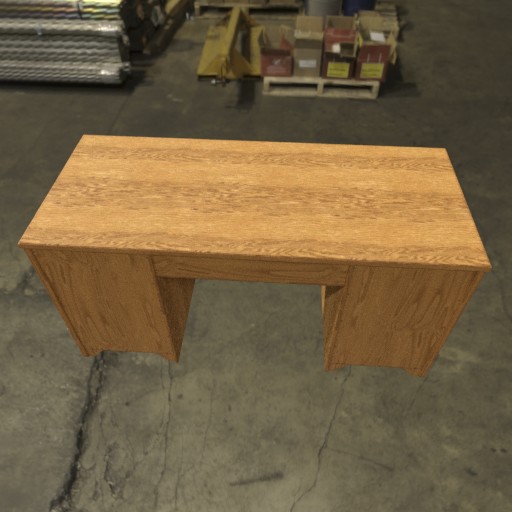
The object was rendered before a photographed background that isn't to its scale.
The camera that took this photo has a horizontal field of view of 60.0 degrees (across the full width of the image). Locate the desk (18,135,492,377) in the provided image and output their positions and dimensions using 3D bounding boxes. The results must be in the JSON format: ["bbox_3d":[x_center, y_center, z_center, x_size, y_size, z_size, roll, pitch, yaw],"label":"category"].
[{"bbox_3d":[0.000,0.000,1.965,1.567,0.751,0.685,3,47,3],"label":"desk"}]
